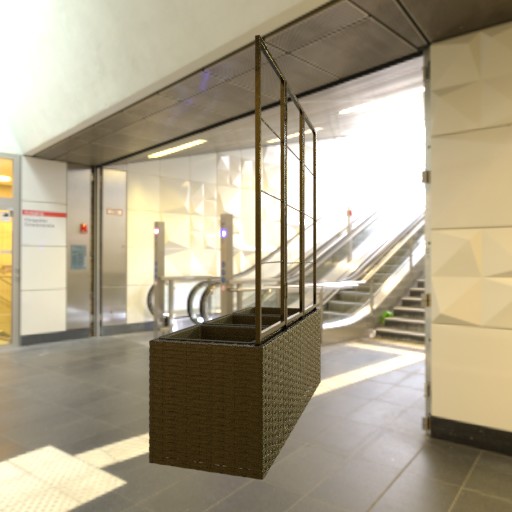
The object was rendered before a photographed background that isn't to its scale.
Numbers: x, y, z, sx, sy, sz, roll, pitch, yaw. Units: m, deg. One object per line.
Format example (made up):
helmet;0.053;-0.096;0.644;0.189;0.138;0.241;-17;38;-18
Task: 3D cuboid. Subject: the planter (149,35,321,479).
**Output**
planter;0.000;0.000;1.193;0.244;0.841;0.698;0;-1;17
